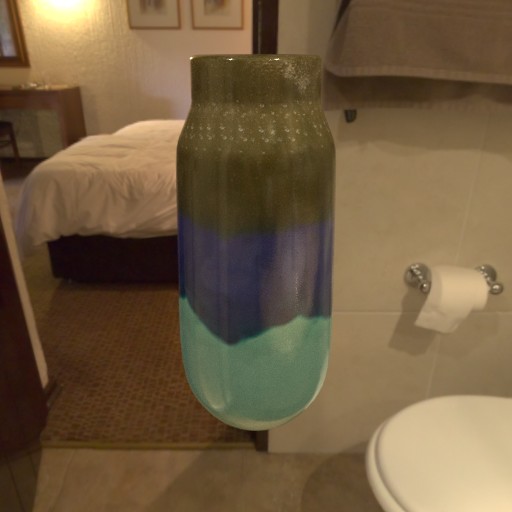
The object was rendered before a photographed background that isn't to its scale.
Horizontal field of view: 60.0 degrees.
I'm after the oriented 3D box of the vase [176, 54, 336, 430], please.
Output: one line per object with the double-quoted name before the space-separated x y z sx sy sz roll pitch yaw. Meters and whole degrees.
"vase" 0.000 0.000 0.378 0.139 0.313 0.139 0 25 0
